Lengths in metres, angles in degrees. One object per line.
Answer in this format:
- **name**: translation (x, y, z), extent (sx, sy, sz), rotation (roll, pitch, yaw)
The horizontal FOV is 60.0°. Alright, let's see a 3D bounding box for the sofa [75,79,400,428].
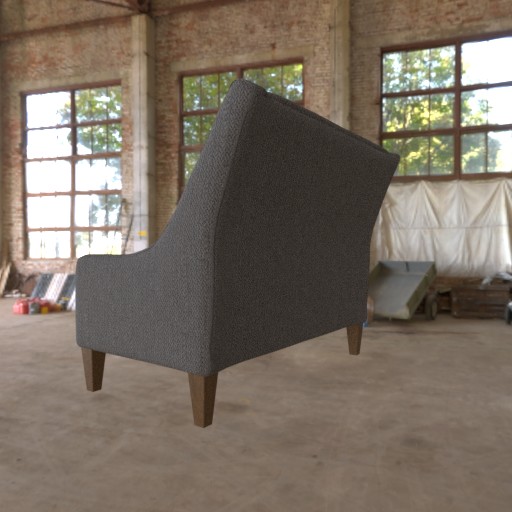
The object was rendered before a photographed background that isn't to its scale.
- **sofa**: translation (0.000, 0.000, 1.940), extent (0.873, 1.022, 1.242), rotation (1, 1, 36)
